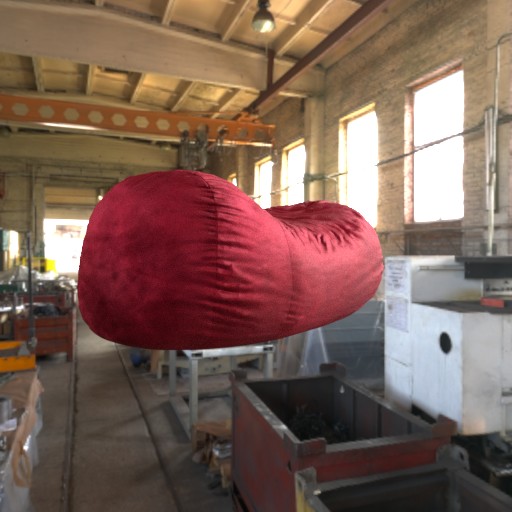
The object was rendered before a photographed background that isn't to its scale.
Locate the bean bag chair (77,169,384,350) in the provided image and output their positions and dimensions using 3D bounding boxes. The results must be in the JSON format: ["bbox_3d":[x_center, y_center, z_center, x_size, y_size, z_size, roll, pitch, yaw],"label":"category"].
[{"bbox_3d":[0.000,0.000,2.833,1.216,0.867,2.293,0,1,35],"label":"bean bag chair"}]
